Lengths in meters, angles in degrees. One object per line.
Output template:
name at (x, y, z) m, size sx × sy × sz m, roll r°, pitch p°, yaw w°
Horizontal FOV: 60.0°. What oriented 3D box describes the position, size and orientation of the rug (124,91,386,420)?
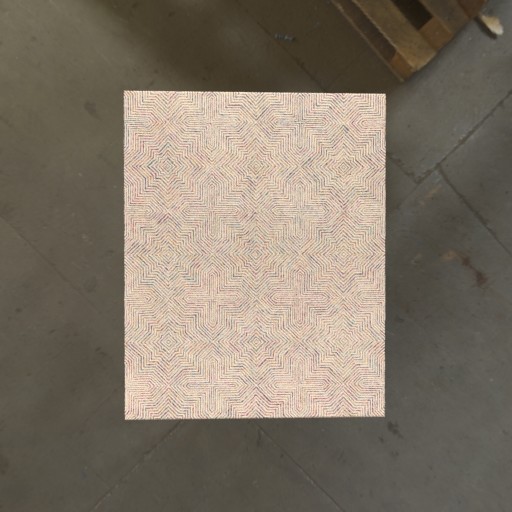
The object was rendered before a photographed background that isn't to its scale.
rug at (0.000, 0.000, 4.144) m, size 2.442 × 0.008 × 3.046 m, roll 0°, pitch 91°, yaw -2°
